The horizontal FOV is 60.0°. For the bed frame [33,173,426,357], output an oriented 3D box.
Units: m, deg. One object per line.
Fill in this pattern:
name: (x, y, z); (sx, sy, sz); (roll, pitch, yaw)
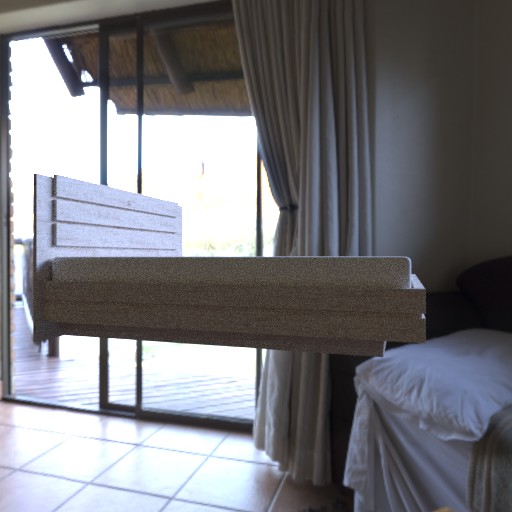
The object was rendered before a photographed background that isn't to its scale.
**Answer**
bed frame: (0.000, 0.000, 3.015); (2.080, 0.970, 1.750); (0, 0, 18)
